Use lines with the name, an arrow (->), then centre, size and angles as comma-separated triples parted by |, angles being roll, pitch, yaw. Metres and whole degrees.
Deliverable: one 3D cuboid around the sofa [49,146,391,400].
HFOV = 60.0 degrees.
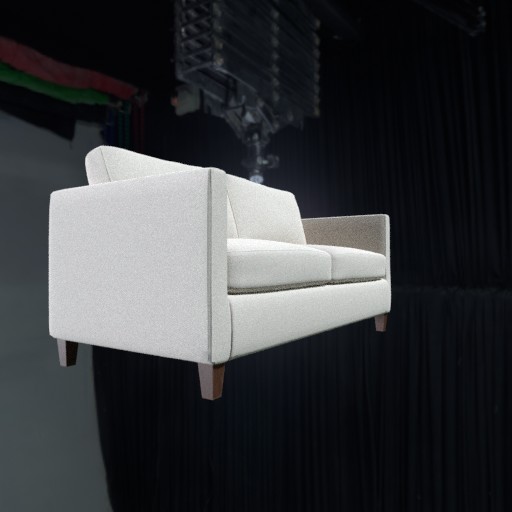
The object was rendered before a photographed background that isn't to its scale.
sofa -> 0.000, 0.000, 2.226 | 0.873, 0.888, 1.722 | 0, -1, 34
